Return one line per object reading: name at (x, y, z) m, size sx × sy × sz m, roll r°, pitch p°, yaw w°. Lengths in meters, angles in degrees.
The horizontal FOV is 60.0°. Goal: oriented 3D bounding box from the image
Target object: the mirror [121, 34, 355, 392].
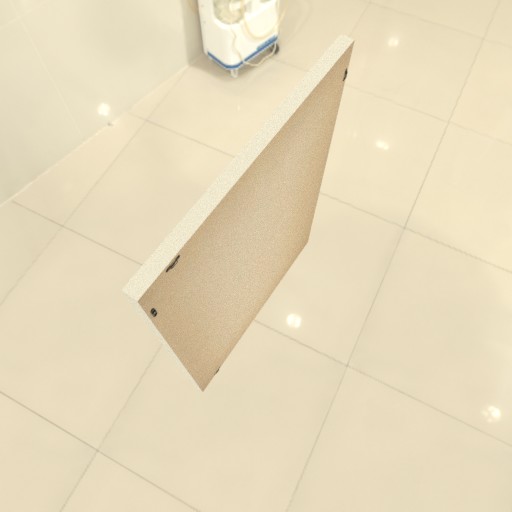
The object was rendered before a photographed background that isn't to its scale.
mirror at (0.000, 0.000, 1.342) m, size 0.041 × 1.016 × 0.762 m, roll 31°, pitch 69°, yaw 14°
